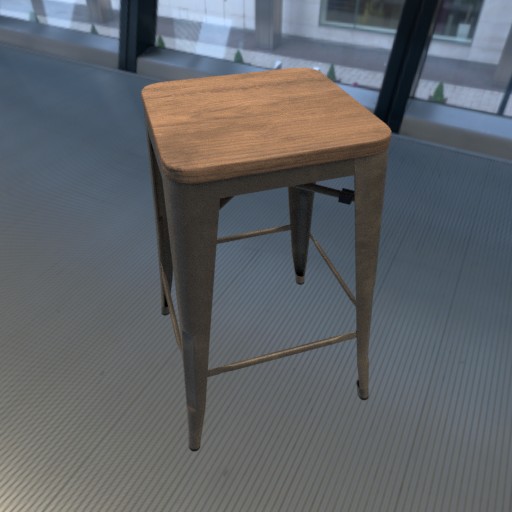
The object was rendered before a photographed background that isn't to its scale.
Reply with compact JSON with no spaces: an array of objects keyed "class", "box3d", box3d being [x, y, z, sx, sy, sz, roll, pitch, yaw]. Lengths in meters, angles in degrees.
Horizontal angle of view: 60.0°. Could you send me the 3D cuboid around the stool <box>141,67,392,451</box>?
[{"class":"stool","box3d":[0.000,0.000,0.885,0.407,0.607,0.407,-12,42,-13]}]
